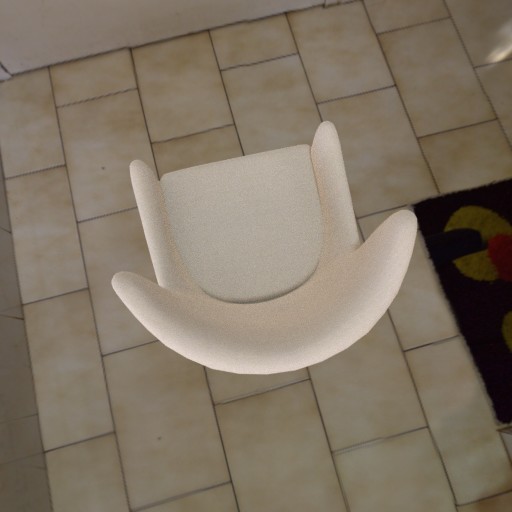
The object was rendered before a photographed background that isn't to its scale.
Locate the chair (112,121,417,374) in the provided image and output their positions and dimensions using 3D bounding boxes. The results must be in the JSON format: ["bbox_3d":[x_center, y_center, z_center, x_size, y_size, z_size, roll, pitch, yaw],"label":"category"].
[{"bbox_3d":[0.000,0.000,1.461,0.696,0.990,0.744,-12,76,-3],"label":"chair"}]
